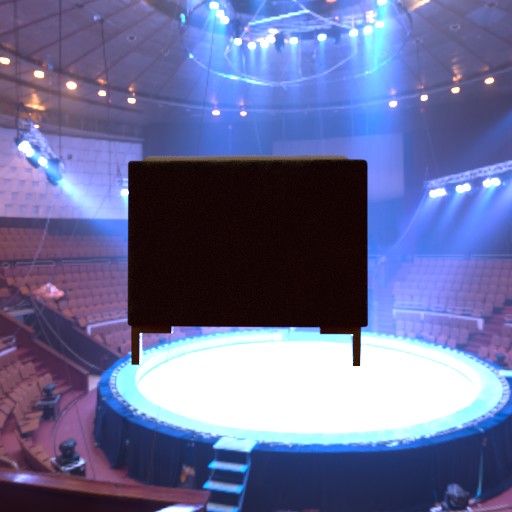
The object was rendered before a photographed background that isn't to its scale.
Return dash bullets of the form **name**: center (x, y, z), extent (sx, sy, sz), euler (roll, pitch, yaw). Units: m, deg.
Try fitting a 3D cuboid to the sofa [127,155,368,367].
- **sofa**: center (0.000, 0.000, 2.437), extent (0.796, 0.705, 2.102), euler (0, 0, 2)
